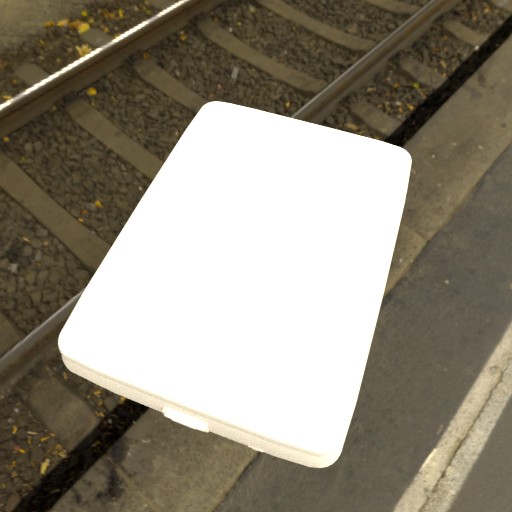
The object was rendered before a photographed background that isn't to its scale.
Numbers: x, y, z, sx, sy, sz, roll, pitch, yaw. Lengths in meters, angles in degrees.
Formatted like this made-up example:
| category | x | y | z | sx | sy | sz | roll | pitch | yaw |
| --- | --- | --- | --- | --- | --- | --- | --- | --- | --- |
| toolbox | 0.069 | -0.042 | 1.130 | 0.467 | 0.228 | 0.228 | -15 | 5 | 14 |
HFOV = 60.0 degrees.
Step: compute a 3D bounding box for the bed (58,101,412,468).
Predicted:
| category | x | y | z | sx | sy | sz | roll | pitch | yaw |
| --- | --- | --- | --- | --- | --- | --- | --- | --- | --- |
| bed | 0.000 | 0.000 | 2.639 | 1.520 | 0.460 | 2.036 | 17 | 60 | 10 |
